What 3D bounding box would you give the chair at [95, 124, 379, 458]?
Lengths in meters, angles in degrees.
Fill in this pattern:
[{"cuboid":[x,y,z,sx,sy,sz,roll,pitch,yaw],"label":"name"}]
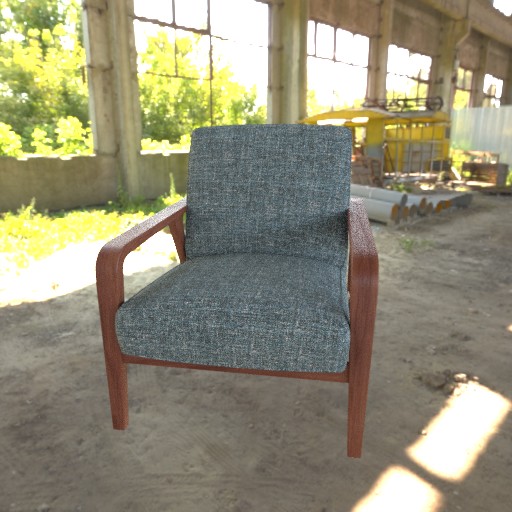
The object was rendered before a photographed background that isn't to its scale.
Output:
[{"cuboid":[0.000,0.000,1.472,0.719,0.864,0.889,3,14,10],"label":"chair"}]
